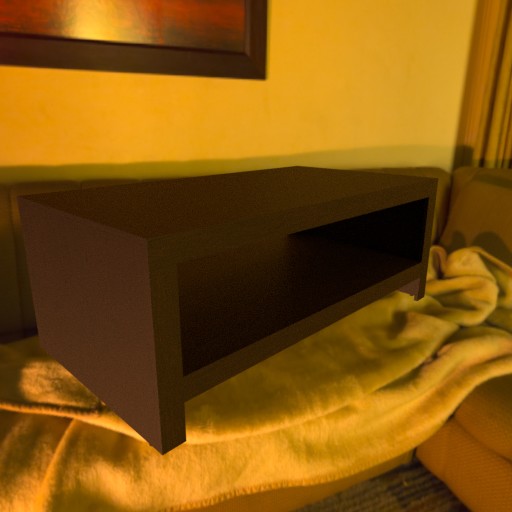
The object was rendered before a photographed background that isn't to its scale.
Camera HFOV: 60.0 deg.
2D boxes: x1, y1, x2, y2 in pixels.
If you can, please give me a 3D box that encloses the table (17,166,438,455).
[{"bbox_3d":[0.000,0.000,1.344,0.597,0.424,1.099,16,23,42],"label":"table"}]
